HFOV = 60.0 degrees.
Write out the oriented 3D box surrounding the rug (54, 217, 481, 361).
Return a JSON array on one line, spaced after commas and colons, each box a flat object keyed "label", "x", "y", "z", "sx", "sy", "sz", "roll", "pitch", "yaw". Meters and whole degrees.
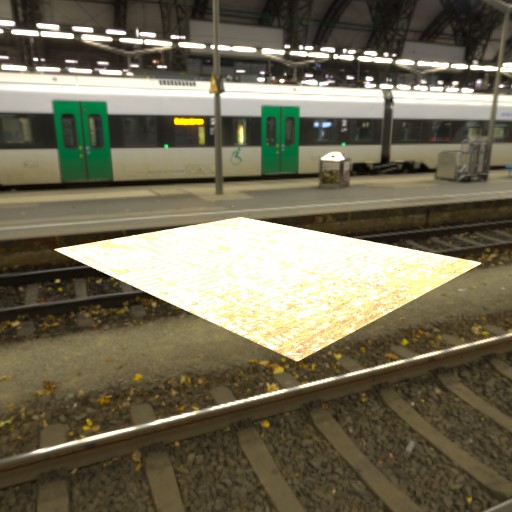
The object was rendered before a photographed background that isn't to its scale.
[{"label": "rug", "x": 0.000, "y": 0.000, "z": 4.031, "sx": 2.441, "sy": 0.011, "sz": 3.050, "roll": -15, "pitch": 21, "yaw": -43}]
